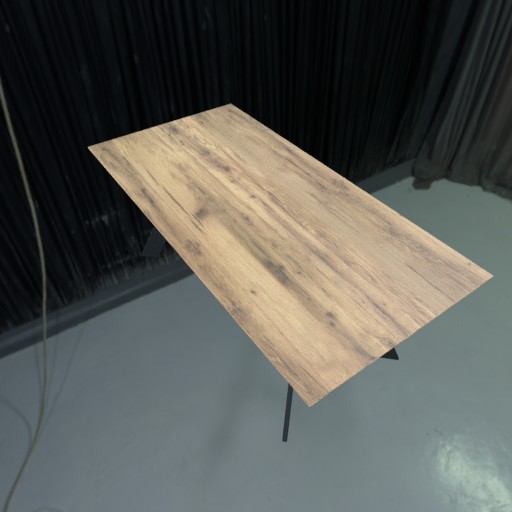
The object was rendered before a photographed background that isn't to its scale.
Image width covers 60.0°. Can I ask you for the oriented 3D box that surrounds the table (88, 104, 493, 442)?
[{"bbox_3d":[0.000,0.000,2.486,1.000,0.770,2.000,-26,49,-25],"label":"table"}]
